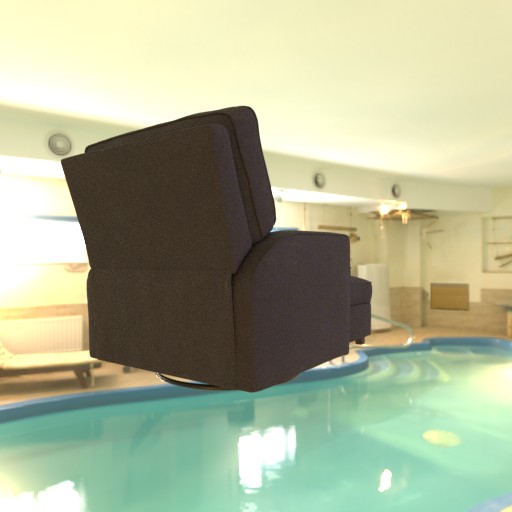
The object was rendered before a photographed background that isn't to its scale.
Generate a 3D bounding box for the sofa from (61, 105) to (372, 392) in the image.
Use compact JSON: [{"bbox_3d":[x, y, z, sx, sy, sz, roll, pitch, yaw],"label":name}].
[{"bbox_3d":[0.000,0.000,2.024,0.861,0.959,1.472,0,-1,36],"label":"sofa"}]
